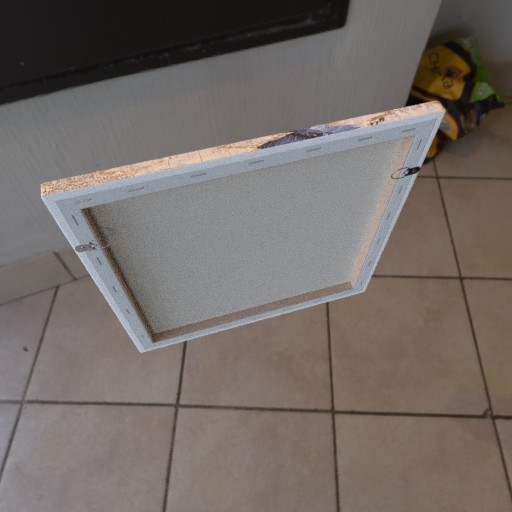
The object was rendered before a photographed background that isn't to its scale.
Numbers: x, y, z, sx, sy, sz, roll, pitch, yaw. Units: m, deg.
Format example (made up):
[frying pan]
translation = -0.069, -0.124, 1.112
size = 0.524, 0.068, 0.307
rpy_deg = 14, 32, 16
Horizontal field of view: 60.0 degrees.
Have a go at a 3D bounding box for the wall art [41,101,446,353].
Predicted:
[wall art]
translation = 0.000, 0.000, 1.351
size = 0.912, 0.914, 0.039
rpy_deg = -14, 59, -9
